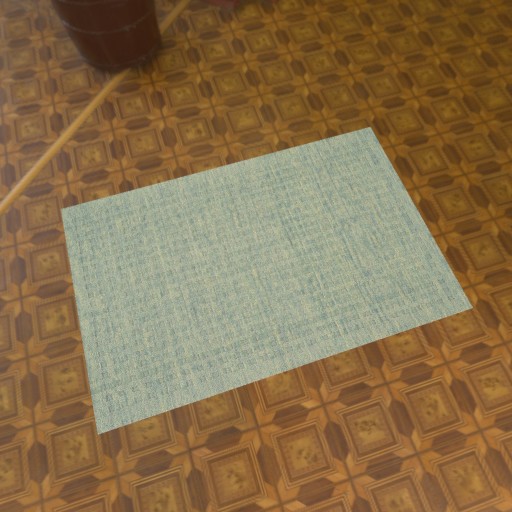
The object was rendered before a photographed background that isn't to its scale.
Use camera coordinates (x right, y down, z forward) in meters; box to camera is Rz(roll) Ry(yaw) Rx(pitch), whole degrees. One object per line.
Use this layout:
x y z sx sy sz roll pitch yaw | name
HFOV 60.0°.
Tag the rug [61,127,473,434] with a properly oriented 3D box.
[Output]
0.000 0.000 2.184 1.752 0.006 1.142 -17 66 -8 | rug
